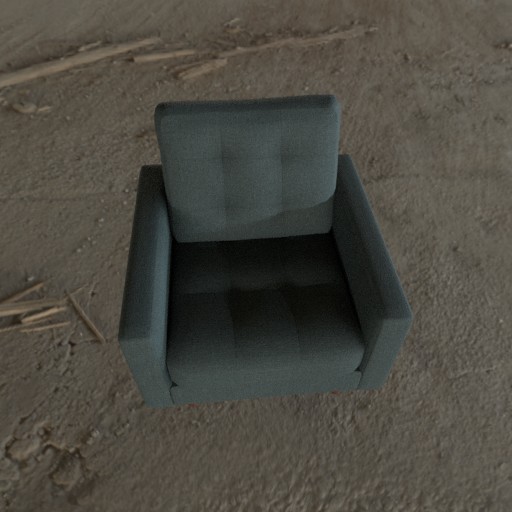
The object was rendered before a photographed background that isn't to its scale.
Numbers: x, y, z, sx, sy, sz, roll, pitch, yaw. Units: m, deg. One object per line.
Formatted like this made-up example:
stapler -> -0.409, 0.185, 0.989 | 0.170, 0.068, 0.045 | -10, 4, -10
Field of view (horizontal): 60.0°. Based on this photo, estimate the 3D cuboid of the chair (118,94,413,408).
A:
chair -> 0.000, 0.000, 1.554 | 0.821, 0.880, 0.843 | -4, 48, -3
